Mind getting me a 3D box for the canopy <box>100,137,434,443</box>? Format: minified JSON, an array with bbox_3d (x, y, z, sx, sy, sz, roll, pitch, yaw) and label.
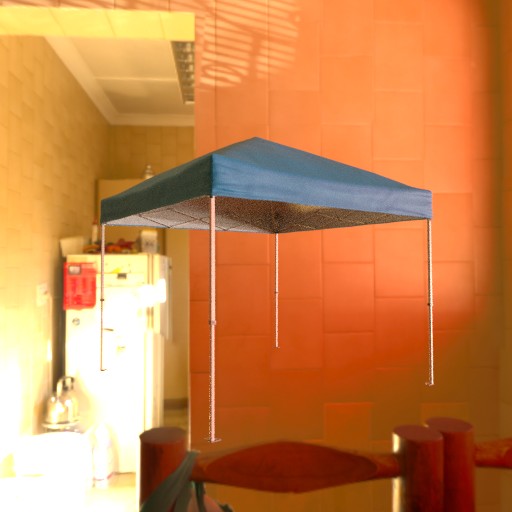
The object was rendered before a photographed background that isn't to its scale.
[{"bbox_3d":[0.000,0.000,5.531,2.998,2.997,2.996,1,-2,-35],"label":"canopy"}]
